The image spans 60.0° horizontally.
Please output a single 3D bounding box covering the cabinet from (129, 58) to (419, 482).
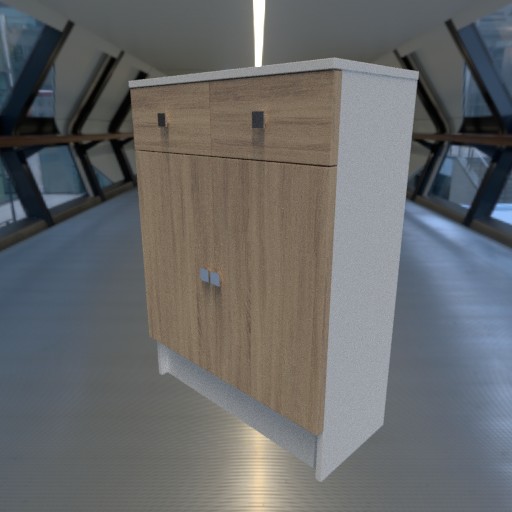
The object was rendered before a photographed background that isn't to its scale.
[{"bbox_3d":[0.000,0.000,1.083,0.600,0.815,0.296,16,23,42],"label":"cabinet"}]
